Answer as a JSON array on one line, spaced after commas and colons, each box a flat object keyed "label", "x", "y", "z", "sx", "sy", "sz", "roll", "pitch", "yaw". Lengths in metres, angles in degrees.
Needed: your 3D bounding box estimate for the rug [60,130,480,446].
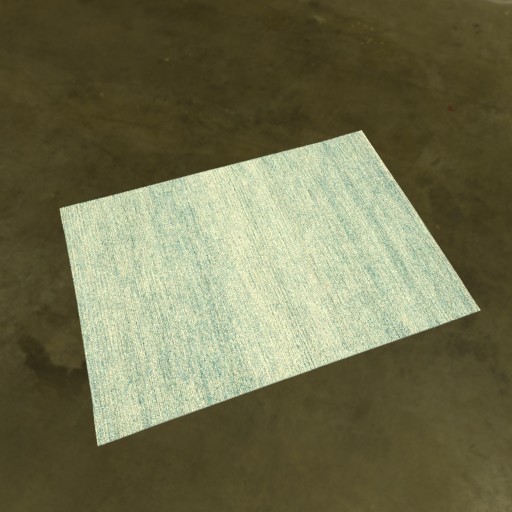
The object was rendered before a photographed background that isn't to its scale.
[{"label": "rug", "x": 0.000, "y": 0.000, "z": 2.851, "sx": 2.306, "sy": 0.030, "sz": 1.613, "roll": -17, "pitch": 60, "yaw": -10}]
